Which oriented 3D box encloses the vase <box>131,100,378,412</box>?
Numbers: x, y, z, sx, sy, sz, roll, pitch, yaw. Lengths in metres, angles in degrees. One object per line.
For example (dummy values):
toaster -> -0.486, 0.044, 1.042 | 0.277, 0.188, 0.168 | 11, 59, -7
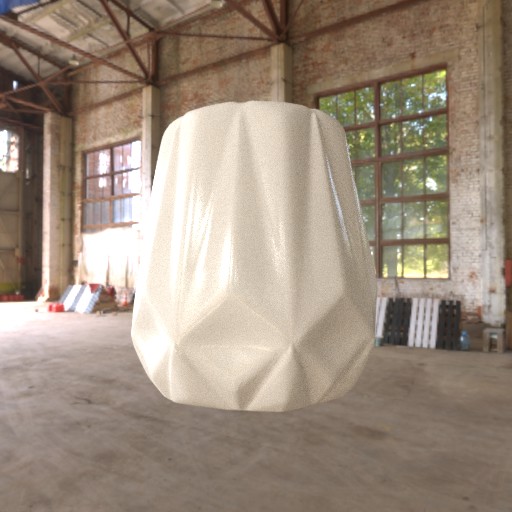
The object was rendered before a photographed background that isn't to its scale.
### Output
vase -> 0.000, 0.000, 0.265 | 0.141, 0.152, 0.141 | 0, -1, 0
